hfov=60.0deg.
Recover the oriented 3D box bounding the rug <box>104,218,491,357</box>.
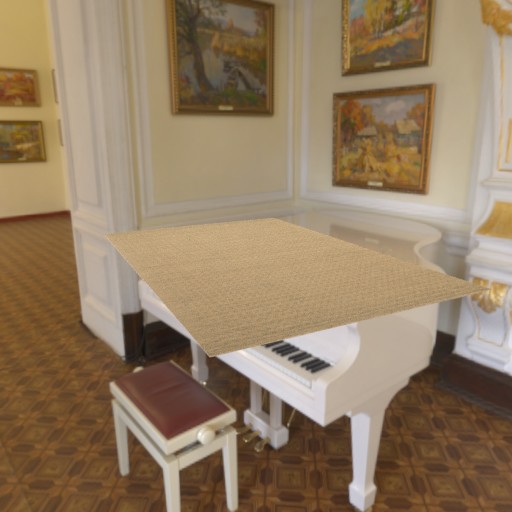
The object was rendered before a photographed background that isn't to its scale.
[{"bbox_3d":[0.000,0.000,3.712,1.981,0.006,2.895,-8,17,-26],"label":"rug"}]
